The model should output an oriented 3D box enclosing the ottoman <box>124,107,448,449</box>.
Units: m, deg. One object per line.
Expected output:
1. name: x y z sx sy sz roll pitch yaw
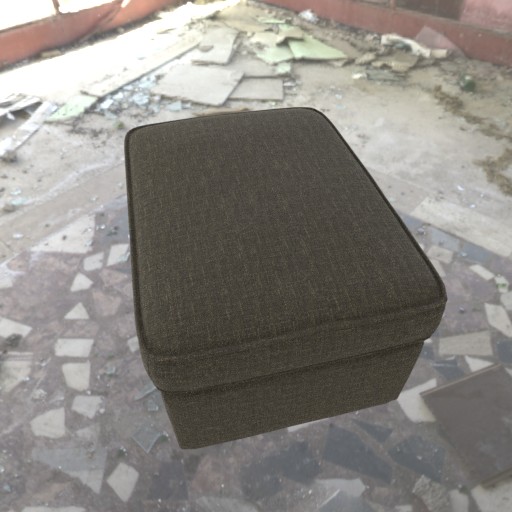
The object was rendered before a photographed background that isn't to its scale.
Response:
1. ottoman: 0.000 0.000 1.090 0.549 0.450 0.749 -10 46 -10
